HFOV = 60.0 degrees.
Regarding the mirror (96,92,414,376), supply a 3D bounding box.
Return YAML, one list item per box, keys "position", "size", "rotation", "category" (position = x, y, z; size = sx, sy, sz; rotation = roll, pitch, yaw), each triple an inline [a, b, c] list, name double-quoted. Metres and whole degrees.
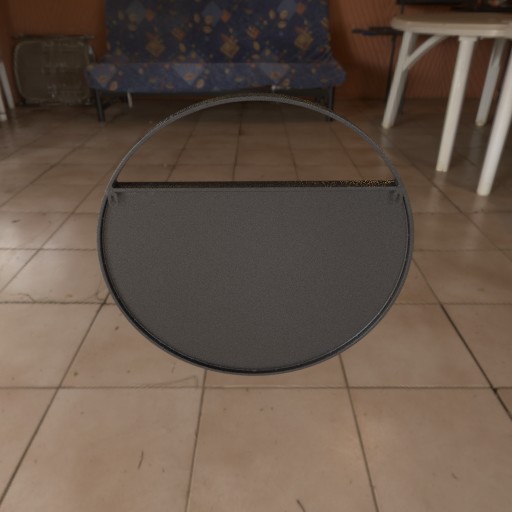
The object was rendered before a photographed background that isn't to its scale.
- position: [0.000, 0.000, 0.813]
  size: [0.565, 0.565, 0.032]
  rotation: [0, 29, -1]
  category: "mirror"
